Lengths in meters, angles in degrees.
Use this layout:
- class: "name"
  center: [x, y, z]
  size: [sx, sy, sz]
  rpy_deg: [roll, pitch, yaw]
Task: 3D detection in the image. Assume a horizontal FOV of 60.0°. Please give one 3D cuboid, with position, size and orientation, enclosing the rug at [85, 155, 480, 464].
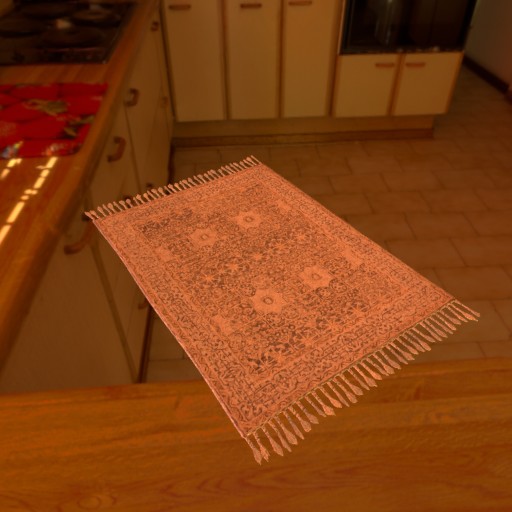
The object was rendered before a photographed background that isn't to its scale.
- class: "rug"
  center: [0.000, 0.000, 3.080]
  size: [1.619, 0.023, 2.465]
  rpy_deg: [-24, 46, -26]
